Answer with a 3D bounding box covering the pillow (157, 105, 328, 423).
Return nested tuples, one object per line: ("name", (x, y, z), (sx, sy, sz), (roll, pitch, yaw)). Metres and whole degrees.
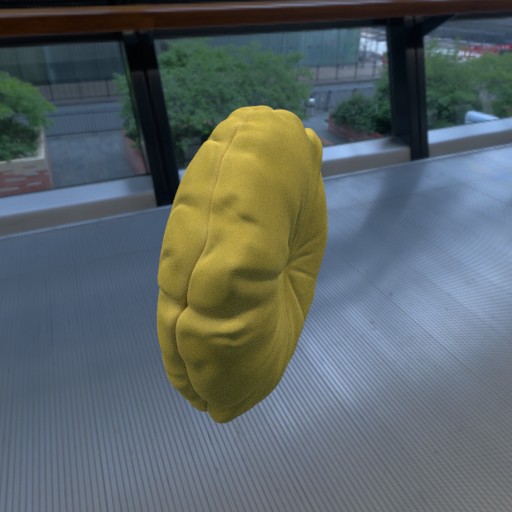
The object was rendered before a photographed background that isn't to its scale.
("pillow", (0.000, 0.000, 0.637), (0.148, 0.407, 0.428), (11, 33, 18))
